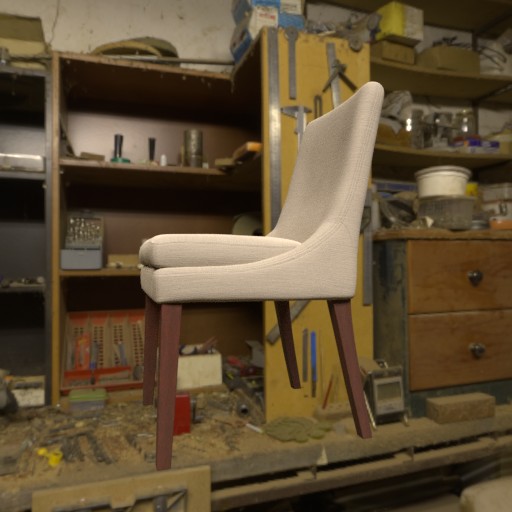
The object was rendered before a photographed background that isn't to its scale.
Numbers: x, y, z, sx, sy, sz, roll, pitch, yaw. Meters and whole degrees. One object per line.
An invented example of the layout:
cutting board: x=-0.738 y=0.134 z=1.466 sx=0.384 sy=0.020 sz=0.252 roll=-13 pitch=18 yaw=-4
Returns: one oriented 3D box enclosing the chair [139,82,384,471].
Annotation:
chair: x=0.000 y=0.000 z=1.289 sx=0.638 sy=0.940 sz=0.515 roll=0 pitch=0 yaw=-18
